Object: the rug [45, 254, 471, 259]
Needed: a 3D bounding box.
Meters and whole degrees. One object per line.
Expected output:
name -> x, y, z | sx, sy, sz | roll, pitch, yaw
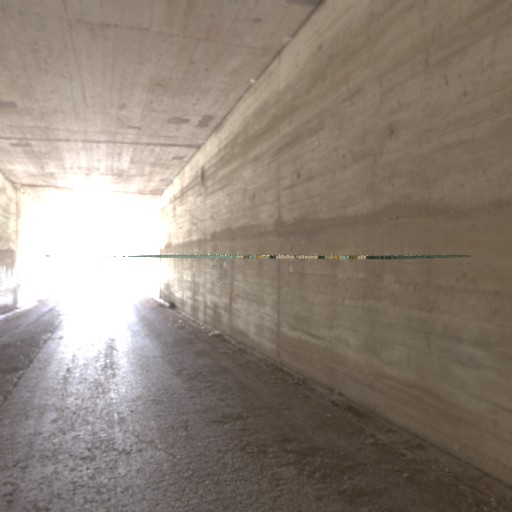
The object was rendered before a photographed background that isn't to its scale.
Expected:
rug -> 0.000, 0.000, 2.270 | 1.811, 0.010, 1.212 | 0, 0, 35
